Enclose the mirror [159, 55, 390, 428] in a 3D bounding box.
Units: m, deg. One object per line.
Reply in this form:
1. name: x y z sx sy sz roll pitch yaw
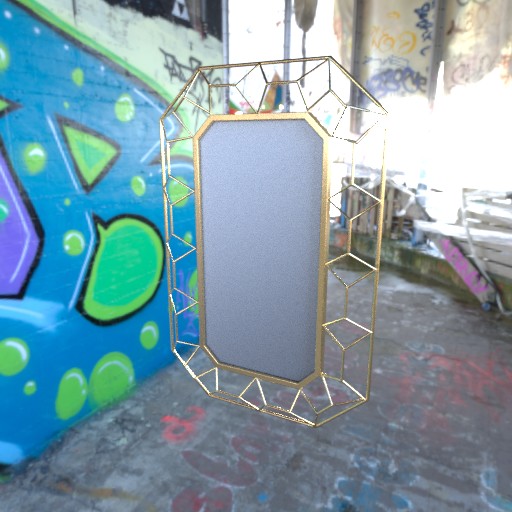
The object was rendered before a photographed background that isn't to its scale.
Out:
1. mirror: 0.000 0.000 1.061 0.572 0.870 0.051 7 16 26
